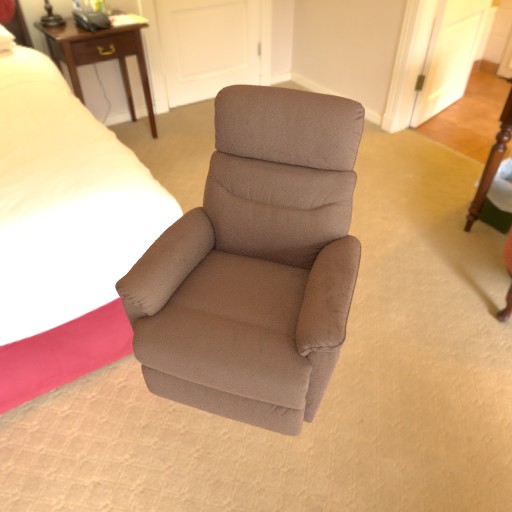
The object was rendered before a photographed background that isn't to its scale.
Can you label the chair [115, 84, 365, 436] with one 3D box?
[{"bbox_3d":[0.000,0.000,1.781,0.820,1.037,1.004,12,42,13],"label":"chair"}]
